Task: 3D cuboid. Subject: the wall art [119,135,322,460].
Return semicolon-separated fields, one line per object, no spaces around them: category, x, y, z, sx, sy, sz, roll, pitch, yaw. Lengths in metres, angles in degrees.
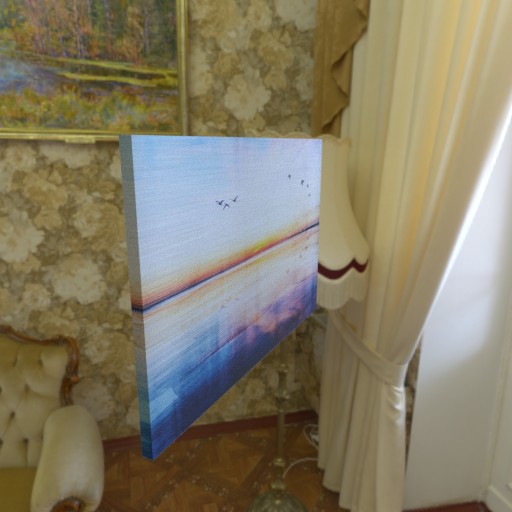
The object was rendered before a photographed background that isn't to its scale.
wall art;0.000;0.000;1.468;0.034;0.756;1.137;7;16;27
